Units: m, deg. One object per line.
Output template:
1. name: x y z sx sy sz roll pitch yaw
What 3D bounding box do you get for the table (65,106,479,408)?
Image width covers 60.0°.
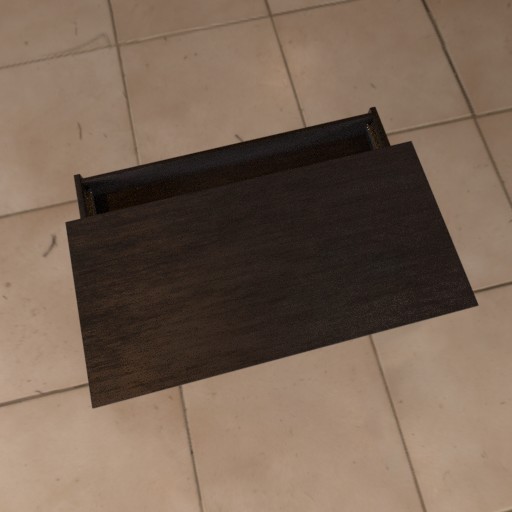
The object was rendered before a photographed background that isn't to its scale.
1. table: 0.000 0.000 1.474 1.000 0.570 0.712 -14 74 -4
